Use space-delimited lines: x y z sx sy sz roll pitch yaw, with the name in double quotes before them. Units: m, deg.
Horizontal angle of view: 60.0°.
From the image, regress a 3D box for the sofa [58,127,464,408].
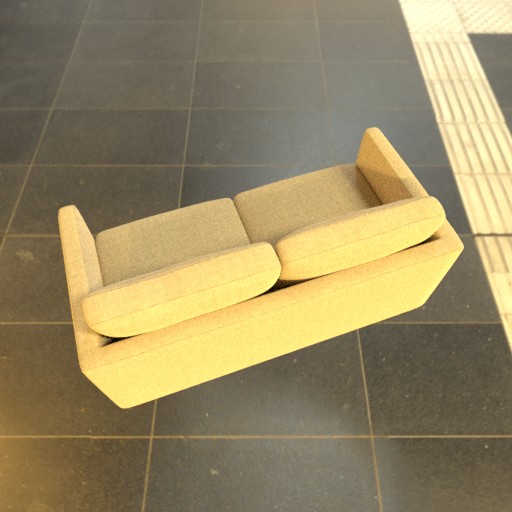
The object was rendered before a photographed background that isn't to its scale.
"sofa" 0.000 0.000 2.457 1.884 0.963 0.950 -17 59 -10
